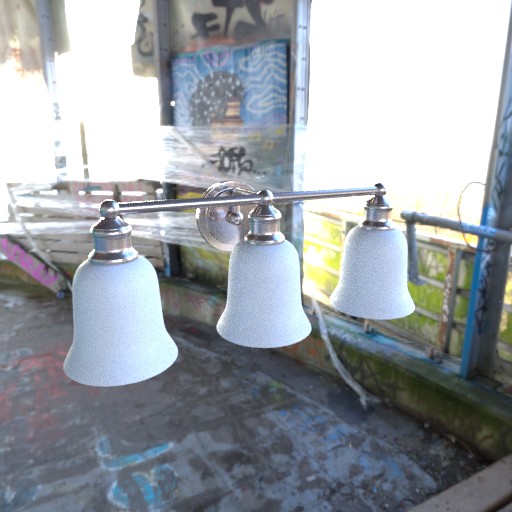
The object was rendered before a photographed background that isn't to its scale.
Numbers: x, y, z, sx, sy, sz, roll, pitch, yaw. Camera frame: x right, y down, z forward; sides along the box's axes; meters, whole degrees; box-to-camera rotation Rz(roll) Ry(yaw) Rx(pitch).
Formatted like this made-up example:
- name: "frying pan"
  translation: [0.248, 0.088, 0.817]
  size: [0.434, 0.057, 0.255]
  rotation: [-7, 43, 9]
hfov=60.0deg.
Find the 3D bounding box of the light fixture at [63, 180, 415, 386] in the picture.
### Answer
- name: "light fixture"
  translation: [0.000, 0.000, 0.676]
  size: [0.570, 0.211, 0.198]
  rotation: [-8, 17, -26]
